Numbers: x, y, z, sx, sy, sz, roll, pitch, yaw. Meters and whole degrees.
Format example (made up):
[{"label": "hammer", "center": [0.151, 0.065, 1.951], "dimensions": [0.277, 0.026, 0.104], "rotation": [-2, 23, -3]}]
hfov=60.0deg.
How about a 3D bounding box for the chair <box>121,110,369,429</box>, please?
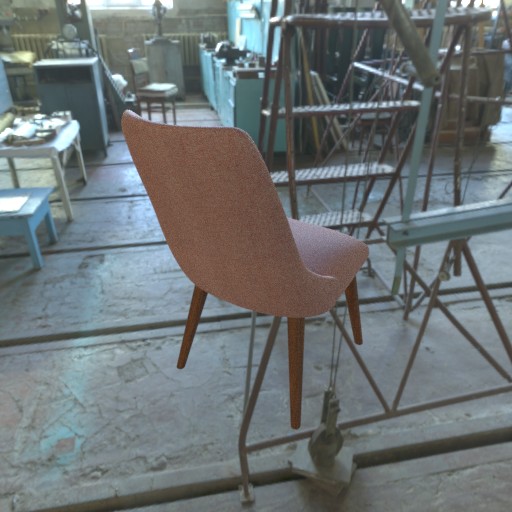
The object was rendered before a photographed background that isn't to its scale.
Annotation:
[{"label": "chair", "center": [0.000, 0.000, 1.325], "dimensions": [0.535, 0.918, 0.707], "rotation": [19, 35, 29]}]
